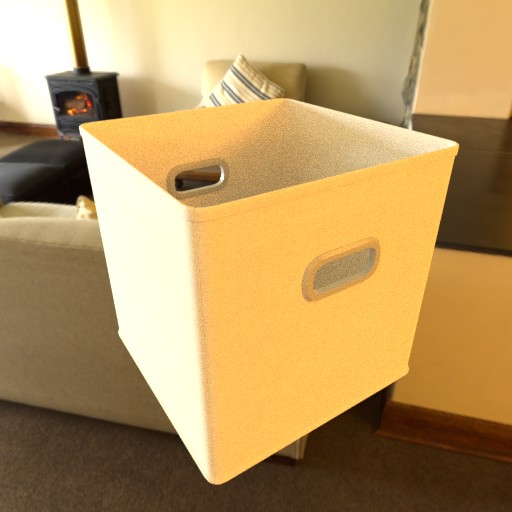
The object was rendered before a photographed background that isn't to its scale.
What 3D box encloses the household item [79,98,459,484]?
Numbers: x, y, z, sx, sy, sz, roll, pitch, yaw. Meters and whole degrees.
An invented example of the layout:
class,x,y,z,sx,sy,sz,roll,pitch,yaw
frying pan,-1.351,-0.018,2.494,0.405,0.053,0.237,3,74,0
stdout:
class,x,y,z,sx,sy,sz,roll,pitch,yaw
household item,0.000,0.000,0.553,0.305,0.305,0.305,-18,34,-29
